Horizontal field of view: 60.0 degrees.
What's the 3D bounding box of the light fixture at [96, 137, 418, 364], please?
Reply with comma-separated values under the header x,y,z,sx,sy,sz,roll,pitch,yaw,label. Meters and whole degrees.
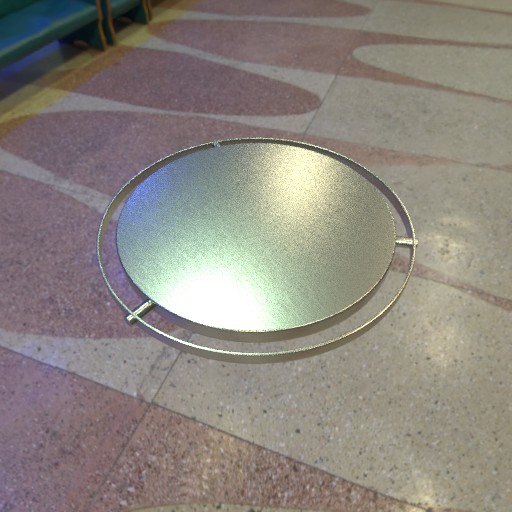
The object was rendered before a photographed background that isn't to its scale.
x,y,z,sx,sy,sz,roll,pitch,yaw,label
0.000,0.000,0.559,0.361,0.130,0.361,0,46,0,light fixture
